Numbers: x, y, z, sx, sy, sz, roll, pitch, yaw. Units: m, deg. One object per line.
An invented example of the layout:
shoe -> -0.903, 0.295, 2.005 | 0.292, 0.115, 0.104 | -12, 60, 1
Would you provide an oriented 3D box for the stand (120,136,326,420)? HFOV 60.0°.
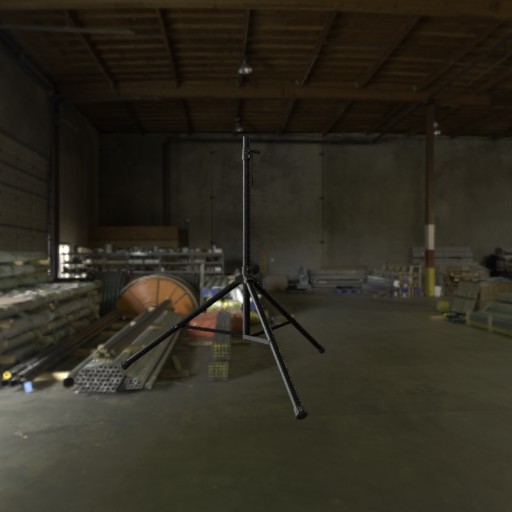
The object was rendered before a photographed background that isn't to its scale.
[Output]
stand -> 0.000, 0.000, 2.757 | 1.596, 1.595, 1.339 | 0, 0, -18
